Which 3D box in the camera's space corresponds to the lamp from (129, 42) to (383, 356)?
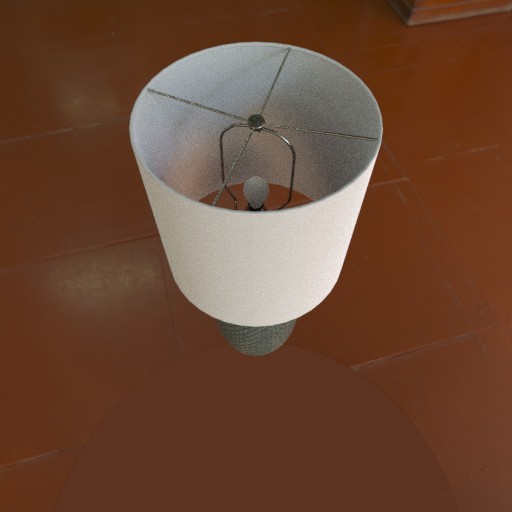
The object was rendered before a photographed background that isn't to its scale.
[{"bbox_3d":[0.000,0.000,0.573,0.217,0.453,0.217,15,59,10],"label":"lamp"}]
